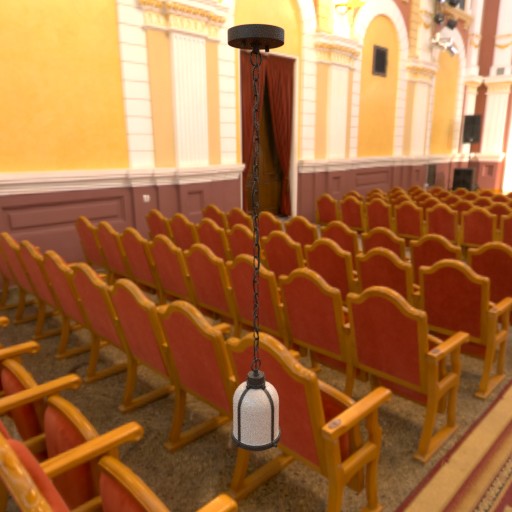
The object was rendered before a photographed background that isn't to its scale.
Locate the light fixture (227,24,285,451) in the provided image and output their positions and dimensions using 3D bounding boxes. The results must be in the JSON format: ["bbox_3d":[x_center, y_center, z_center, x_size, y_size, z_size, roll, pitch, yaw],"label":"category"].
[{"bbox_3d":[0.000,0.000,1.273,0.178,1.181,0.178,-14,20,-43],"label":"light fixture"}]
